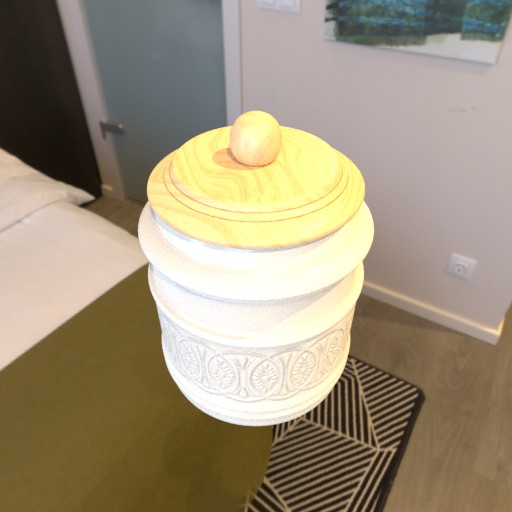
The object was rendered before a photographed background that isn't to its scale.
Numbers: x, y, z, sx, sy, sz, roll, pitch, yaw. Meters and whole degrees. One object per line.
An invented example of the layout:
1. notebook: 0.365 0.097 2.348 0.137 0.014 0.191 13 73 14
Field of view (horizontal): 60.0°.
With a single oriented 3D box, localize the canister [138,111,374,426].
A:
1. canister: 0.000 0.000 0.267 0.130 0.176 0.130 0 40 0
